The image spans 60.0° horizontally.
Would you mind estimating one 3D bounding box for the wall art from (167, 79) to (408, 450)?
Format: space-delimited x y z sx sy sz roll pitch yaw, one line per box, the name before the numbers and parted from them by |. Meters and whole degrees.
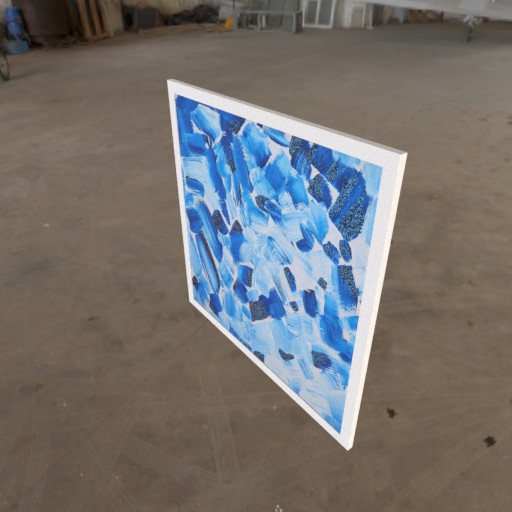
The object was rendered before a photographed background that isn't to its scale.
wall art | 0.000 0.000 1.004 0.015 0.660 0.660 -23 39 -31
